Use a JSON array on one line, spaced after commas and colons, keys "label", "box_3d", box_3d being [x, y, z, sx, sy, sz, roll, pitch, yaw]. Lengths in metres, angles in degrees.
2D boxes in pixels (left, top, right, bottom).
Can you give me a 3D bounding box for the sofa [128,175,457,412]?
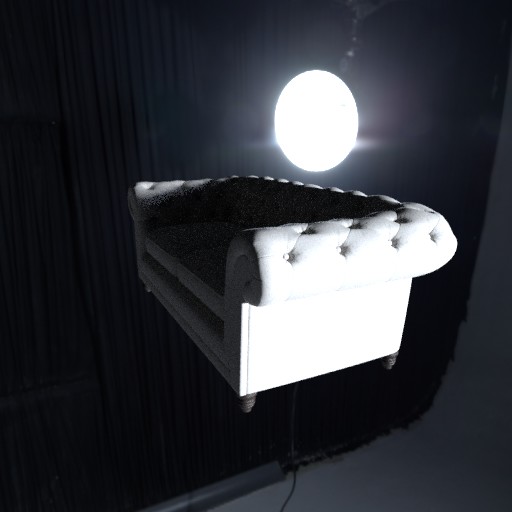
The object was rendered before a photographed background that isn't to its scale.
[{"label": "sofa", "box_3d": [0.000, 0.000, 2.474, 0.986, 0.764, 1.998, -8, 17, -26]}]
